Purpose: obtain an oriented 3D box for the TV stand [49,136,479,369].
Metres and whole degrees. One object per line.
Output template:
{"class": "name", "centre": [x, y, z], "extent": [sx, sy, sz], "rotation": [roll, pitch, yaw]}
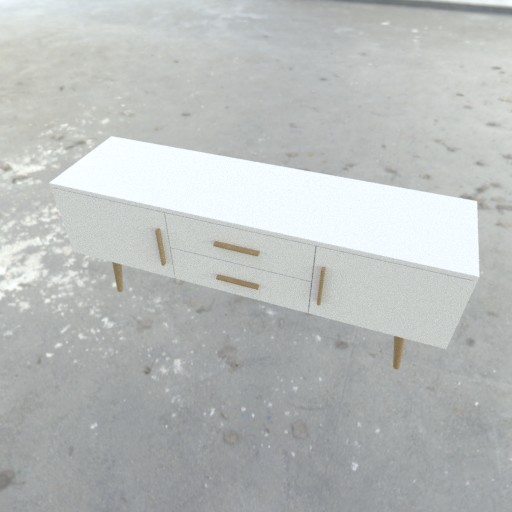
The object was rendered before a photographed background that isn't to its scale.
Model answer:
{"class": "TV stand", "centre": [0.000, 0.000, 1.674], "extent": [1.398, 0.560, 0.401], "rotation": [13, 43, 15]}
